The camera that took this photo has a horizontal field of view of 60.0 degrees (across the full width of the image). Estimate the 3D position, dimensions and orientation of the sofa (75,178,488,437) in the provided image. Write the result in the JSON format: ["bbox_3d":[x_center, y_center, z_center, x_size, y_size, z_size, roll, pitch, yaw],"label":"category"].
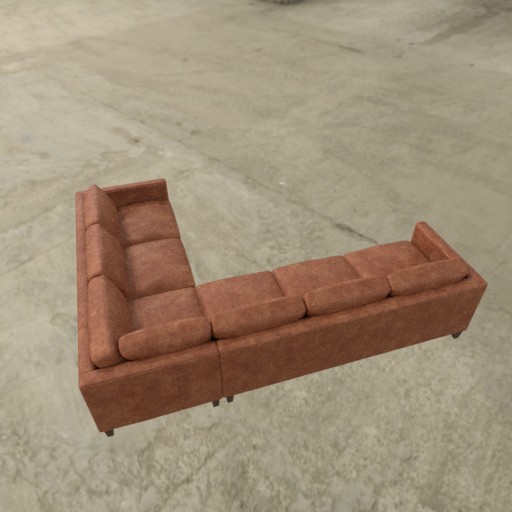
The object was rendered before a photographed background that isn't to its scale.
[{"bbox_3d":[0.000,0.000,4.228,3.167,0.838,2.438,-12,42,-13],"label":"sofa"}]
